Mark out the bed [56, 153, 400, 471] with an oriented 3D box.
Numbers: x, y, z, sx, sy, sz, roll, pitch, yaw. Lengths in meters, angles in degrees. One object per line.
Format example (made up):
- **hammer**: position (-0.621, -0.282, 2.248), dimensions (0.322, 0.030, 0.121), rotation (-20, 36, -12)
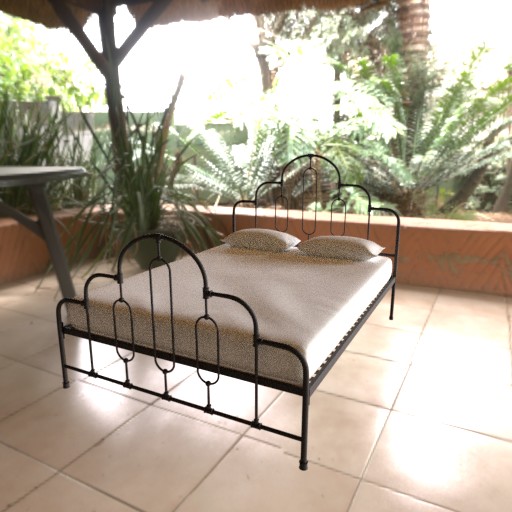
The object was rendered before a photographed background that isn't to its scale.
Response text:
- **bed**: position (0.000, 0.000, 3.194), dimensions (1.640, 1.429, 2.163), rotation (7, 15, 27)
